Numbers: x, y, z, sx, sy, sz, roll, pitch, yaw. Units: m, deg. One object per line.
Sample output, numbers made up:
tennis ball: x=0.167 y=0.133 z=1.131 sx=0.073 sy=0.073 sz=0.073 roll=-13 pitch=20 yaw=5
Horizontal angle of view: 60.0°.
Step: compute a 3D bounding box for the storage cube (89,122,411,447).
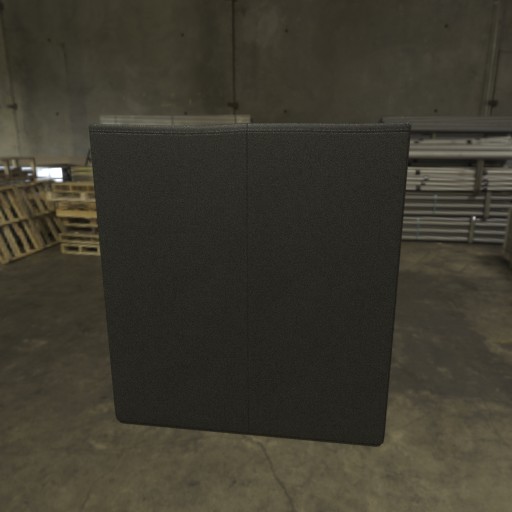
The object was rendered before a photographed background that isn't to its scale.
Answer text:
storage cube: x=0.000 y=0.000 z=0.502 sx=0.270 sy=0.280 sz=0.270 roll=2 pitch=15 yaw=8
